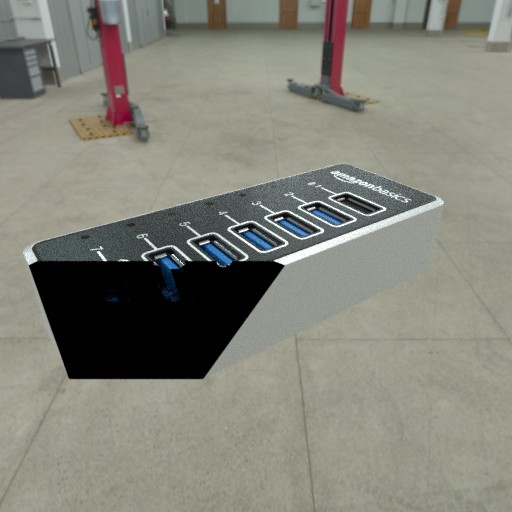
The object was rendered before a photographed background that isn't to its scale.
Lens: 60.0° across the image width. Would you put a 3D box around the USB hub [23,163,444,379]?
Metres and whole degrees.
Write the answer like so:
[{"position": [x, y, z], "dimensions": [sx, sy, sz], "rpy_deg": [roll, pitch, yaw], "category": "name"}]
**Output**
[{"position": [0.000, 0.000, 0.125], "dimensions": [0.110, 0.023, 0.044], "rpy_deg": [-20, 36, -30], "category": "USB hub"}]
